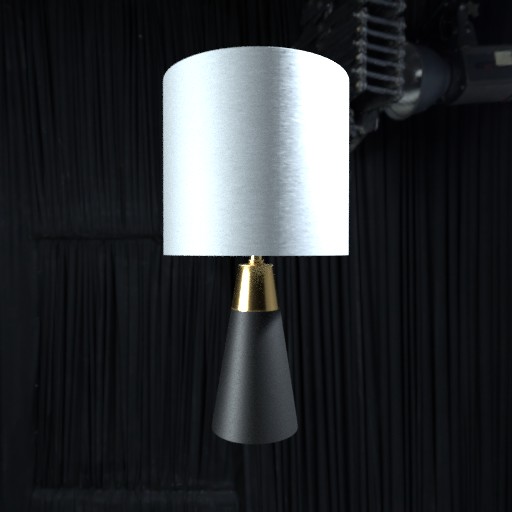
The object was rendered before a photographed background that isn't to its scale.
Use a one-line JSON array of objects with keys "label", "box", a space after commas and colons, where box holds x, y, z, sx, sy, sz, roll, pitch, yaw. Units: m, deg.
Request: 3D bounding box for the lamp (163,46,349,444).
[{"label": "lamp", "box": [0.000, 0.000, 0.754, 0.308, 0.580, 0.308, 0, 1, 0]}]
